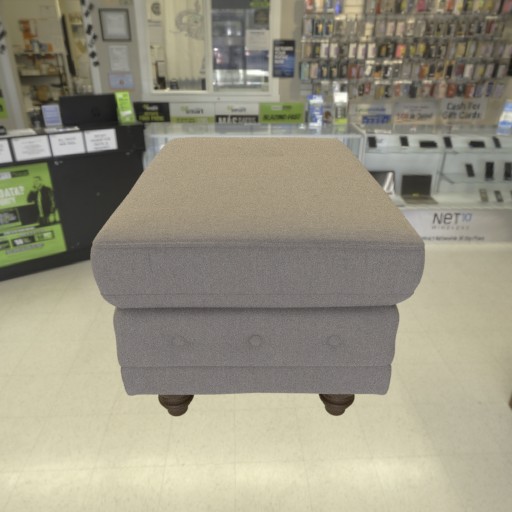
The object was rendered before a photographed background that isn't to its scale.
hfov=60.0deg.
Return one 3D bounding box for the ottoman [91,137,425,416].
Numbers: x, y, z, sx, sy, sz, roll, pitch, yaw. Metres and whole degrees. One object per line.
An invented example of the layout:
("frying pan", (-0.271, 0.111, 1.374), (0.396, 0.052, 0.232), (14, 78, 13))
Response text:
("ottoman", (0.000, 0.000, 1.142), (0.569, 0.500, 0.771), (0, 27, 0))
